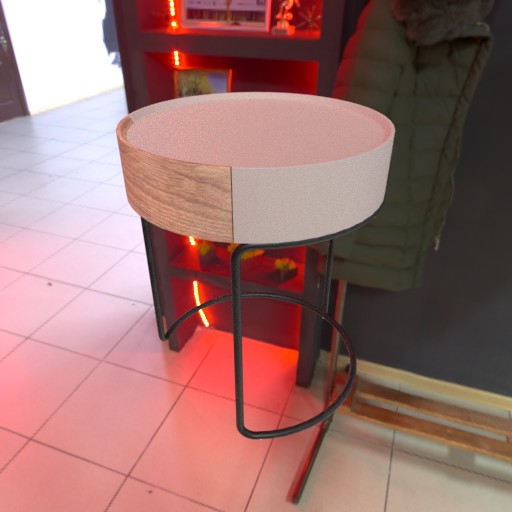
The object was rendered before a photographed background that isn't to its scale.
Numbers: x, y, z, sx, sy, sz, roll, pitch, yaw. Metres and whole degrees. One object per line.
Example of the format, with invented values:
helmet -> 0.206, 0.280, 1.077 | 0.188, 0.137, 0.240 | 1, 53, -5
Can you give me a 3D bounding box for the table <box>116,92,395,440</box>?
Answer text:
table -> 0.000, 0.000, 0.874 | 0.450, 0.530, 0.450 | 0, 32, 0
